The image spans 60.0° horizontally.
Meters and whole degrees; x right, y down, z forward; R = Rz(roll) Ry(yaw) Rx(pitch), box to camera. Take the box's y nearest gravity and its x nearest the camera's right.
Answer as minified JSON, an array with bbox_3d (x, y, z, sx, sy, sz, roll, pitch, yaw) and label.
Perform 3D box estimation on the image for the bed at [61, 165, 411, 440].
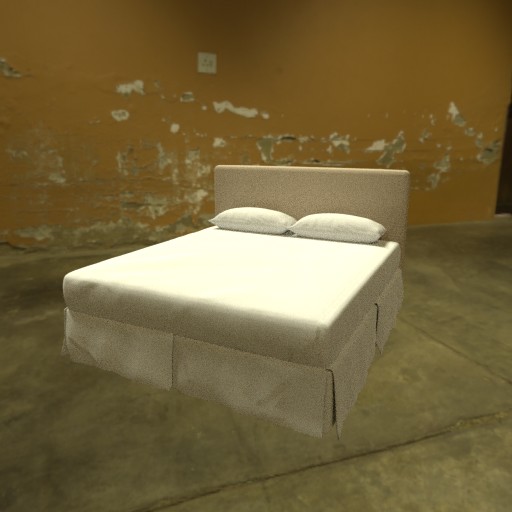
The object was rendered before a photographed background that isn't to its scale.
[{"bbox_3d":[0.000,0.000,3.617,2.119,1.317,2.319,7,16,26],"label":"bed"}]
